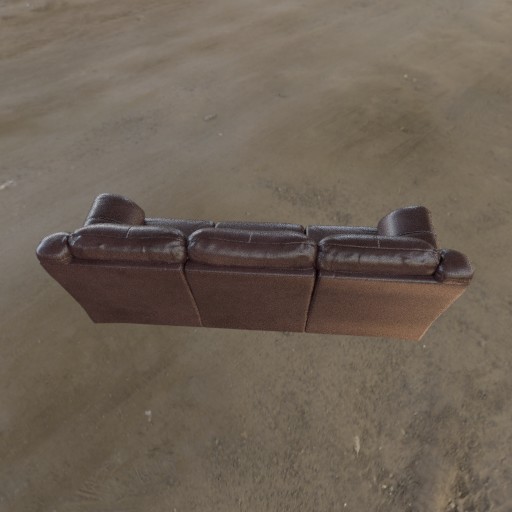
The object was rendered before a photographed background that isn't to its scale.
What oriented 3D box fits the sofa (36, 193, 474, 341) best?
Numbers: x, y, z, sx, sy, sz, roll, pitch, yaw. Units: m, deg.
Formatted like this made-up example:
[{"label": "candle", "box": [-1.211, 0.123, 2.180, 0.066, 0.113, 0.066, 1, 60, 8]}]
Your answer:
[{"label": "sofa", "box": [0.000, 0.000, 2.845, 2.337, 1.043, 0.991, 3, 45, 3]}]
